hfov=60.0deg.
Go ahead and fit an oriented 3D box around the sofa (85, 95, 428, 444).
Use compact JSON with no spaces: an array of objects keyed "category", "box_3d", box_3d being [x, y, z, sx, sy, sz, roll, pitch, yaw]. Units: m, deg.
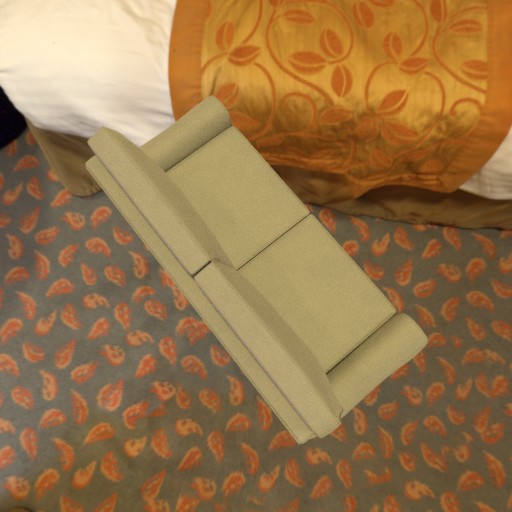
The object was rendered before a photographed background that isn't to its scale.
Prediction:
[{"category":"sofa","box_3d":[0.000,0.000,2.381,0.841,1.024,1.823,-38,79,-9]}]
